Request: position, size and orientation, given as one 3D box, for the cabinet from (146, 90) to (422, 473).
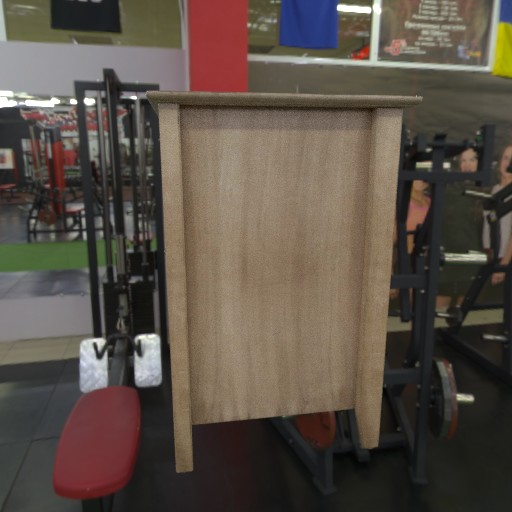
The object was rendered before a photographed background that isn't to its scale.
[{"bbox_3d":[0.000,0.000,1.226,0.503,0.762,0.763,-2,14,-9],"label":"cabinet"}]
